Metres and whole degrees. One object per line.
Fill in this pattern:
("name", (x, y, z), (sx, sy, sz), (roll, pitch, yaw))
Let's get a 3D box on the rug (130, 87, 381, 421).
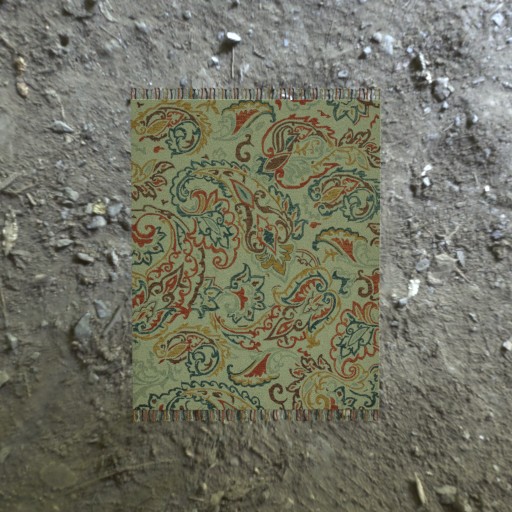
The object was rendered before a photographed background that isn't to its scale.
("rug", (0.000, 0.000, 4.356), (2.439, 0.015, 3.274), (0, 91, 0))
